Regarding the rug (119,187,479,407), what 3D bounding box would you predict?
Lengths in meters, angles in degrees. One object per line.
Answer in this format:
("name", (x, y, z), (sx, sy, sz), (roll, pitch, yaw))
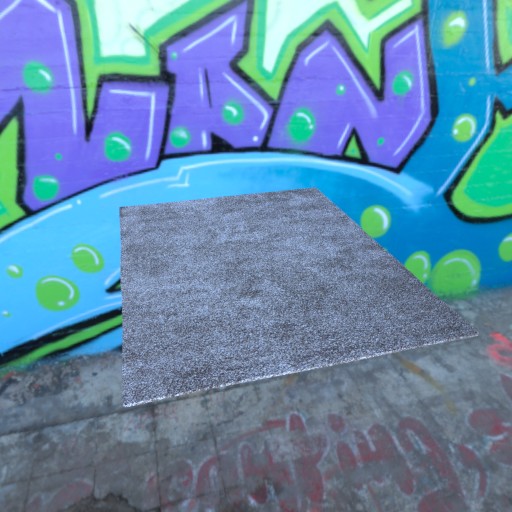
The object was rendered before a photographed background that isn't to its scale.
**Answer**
("rug", (0.000, 0.000, 4.066), (2.401, 0.025, 3.000), (-8, 30, -13))
